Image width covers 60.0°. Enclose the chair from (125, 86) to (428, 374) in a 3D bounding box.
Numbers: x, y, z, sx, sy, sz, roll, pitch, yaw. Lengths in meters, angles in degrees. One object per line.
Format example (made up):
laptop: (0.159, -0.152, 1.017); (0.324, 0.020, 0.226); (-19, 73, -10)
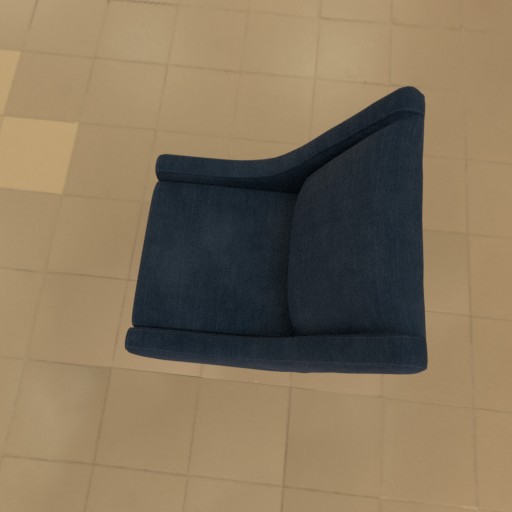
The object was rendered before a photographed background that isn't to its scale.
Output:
chair: (0.000, 0.000, 1.581); (0.870, 1.014, 0.774); (5, 74, 1)
